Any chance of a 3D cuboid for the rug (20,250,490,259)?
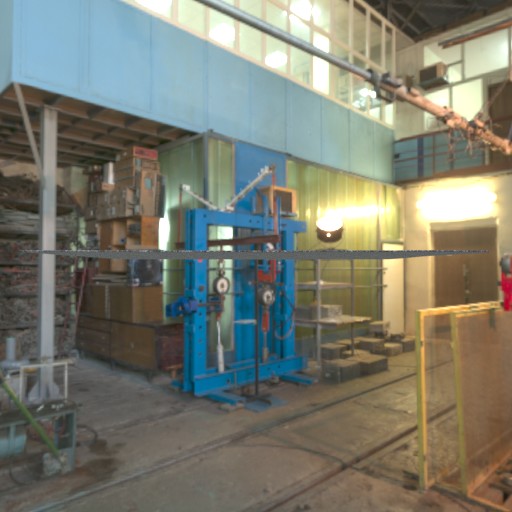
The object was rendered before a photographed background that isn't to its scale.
[{"bbox_3d":[0.000,0.000,5.300,4.093,0.020,2.997,0,-2,0],"label":"rug"}]
